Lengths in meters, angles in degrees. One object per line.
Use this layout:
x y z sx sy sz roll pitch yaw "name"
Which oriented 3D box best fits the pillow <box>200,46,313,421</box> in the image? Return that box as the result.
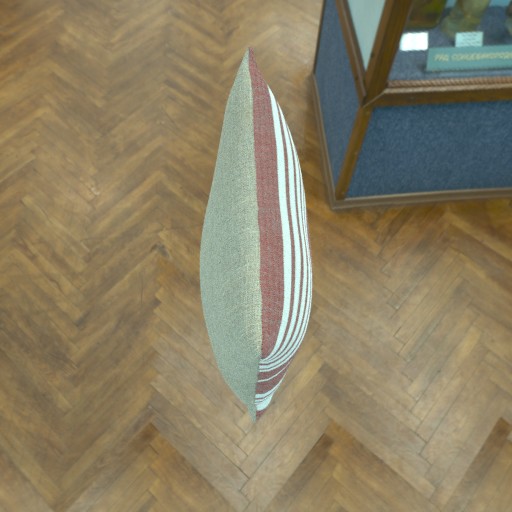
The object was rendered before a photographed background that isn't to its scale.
0.000 0.000 0.690 0.182 0.427 0.439 -1 63 -1 "pillow"
